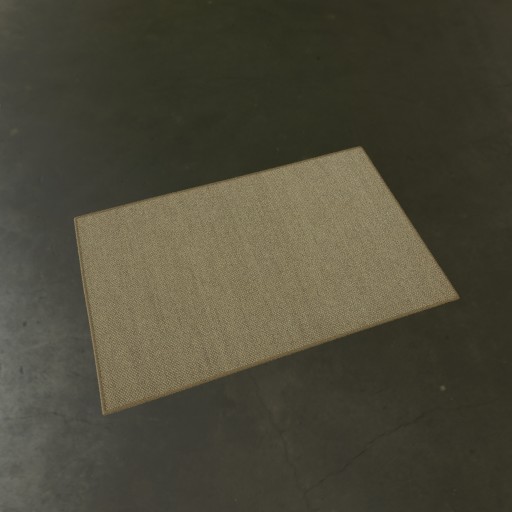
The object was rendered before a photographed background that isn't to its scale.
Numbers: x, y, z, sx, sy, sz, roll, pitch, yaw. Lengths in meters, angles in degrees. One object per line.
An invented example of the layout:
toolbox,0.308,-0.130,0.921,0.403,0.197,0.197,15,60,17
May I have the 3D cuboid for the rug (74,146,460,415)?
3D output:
rug,0.000,0.000,2.203,1.667,0.013,1.062,-16,59,-10
